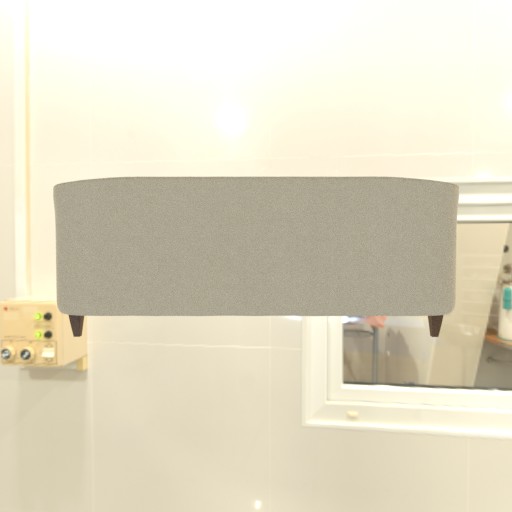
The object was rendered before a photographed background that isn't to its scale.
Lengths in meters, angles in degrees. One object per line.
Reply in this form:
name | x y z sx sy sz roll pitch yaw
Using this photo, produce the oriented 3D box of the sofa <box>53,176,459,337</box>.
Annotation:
sofa | 0.000 0.000 2.754 2.278 0.855 0.941 0 2 0
